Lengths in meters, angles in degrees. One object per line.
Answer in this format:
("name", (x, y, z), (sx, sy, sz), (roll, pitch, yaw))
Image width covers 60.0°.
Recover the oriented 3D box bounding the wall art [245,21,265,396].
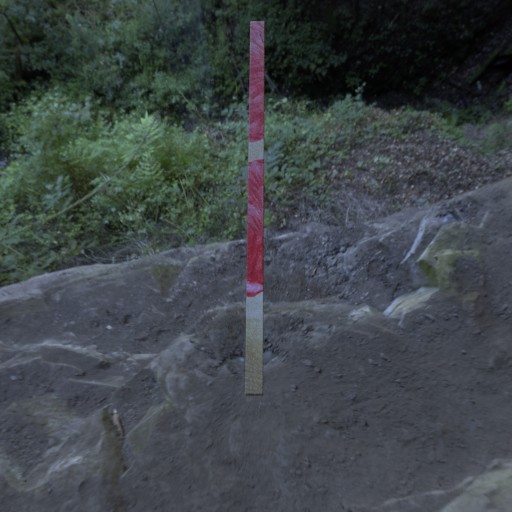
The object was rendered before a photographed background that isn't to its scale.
("wall art", (0.000, 0.000, 1.333), (0.031, 1.015, 0.762), (0, 75, 0))
